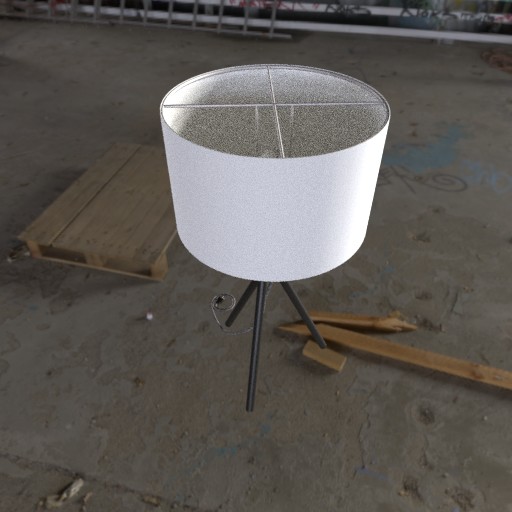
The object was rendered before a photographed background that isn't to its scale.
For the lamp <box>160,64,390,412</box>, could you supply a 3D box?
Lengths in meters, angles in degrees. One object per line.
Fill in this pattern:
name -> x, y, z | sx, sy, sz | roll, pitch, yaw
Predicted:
lamp -> 0.000, 0.000, 0.929 | 0.422, 0.674, 0.353 | 24, 47, 25
